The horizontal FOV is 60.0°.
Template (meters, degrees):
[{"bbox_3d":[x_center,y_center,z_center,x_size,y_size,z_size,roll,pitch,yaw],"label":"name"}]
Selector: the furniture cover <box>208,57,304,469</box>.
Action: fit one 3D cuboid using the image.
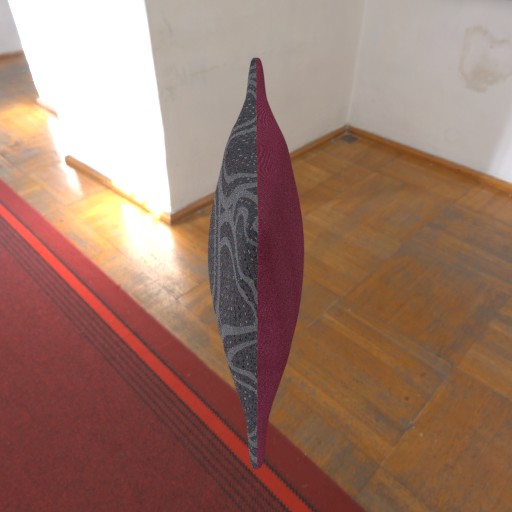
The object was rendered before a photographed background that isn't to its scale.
[{"bbox_3d":[0.000,0.000,0.772,0.163,0.513,0.514,0,41,0],"label":"furniture cover"}]
